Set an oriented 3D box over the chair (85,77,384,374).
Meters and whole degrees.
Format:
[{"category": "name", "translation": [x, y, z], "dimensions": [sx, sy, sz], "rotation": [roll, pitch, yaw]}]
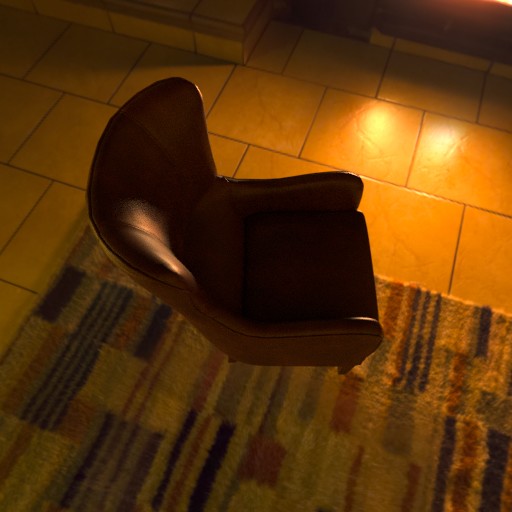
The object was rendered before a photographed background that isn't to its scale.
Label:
[{"category": "chair", "translation": [0.000, 0.000, 1.636], "dimensions": [0.914, 1.048, 0.692], "rotation": [0, 62, 0]}]
